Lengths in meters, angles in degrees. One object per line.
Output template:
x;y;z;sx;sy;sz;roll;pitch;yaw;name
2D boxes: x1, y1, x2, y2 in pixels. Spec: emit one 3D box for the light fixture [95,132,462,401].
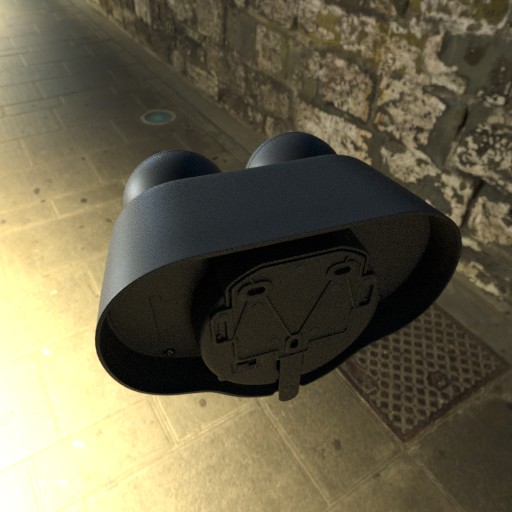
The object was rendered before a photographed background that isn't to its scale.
0.000;0.000;0.334;0.229;0.159;0.159;-12;43;-13;light fixture
